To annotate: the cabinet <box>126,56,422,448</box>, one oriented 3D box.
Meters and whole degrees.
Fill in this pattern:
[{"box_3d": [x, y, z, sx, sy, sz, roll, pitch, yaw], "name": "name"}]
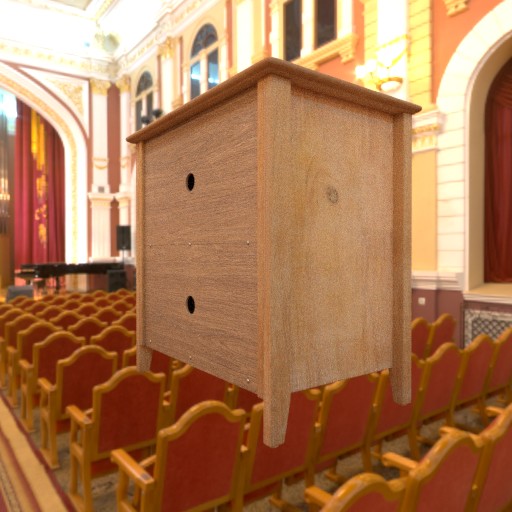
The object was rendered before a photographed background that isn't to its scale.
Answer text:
[{"box_3d": [0.000, 0.000, 1.288, 0.503, 0.762, 0.763, 0, 1, -36], "name": "cabinet"}]
